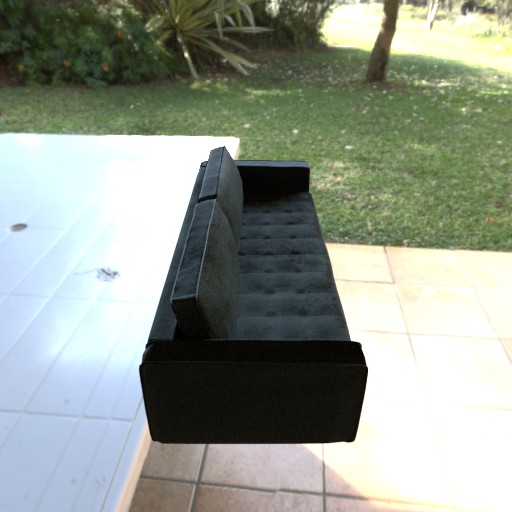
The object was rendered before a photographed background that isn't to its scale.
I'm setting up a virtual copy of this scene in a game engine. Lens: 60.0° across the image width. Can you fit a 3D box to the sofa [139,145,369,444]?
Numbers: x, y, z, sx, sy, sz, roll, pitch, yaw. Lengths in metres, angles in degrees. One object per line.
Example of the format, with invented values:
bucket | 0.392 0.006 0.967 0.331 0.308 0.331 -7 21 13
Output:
sofa | 0.000 0.000 2.646 0.886 0.781 2.214 0 32 0
